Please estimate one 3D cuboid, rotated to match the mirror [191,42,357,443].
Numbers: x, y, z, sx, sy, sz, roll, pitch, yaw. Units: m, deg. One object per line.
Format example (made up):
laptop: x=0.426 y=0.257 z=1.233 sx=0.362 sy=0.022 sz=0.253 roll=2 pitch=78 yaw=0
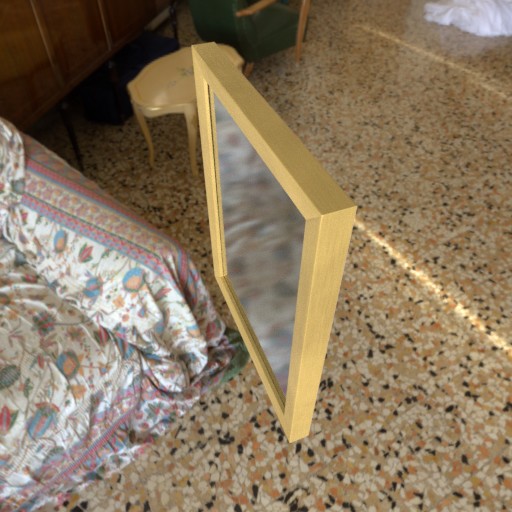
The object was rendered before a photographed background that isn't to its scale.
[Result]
mirror: x=0.000 y=0.000 z=0.701 sx=0.041 sy=0.508 sz=0.405 roll=-16 pitch=48 yaw=-15
